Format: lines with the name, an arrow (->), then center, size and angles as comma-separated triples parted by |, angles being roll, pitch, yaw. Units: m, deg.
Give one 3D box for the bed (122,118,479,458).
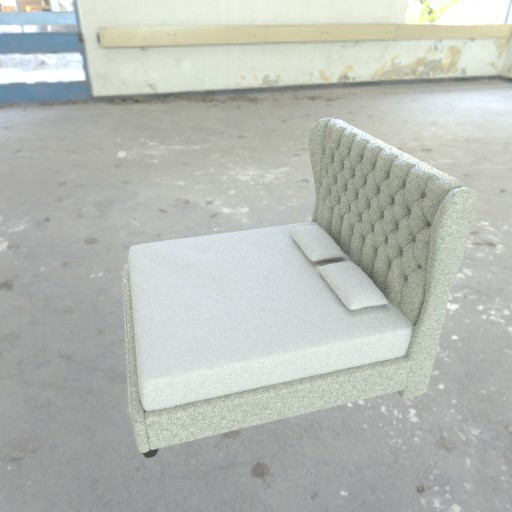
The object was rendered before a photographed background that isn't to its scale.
bed -> 0.000, 0.000, 3.824 | 2.347, 1.771, 2.219 | -8, 31, -14
